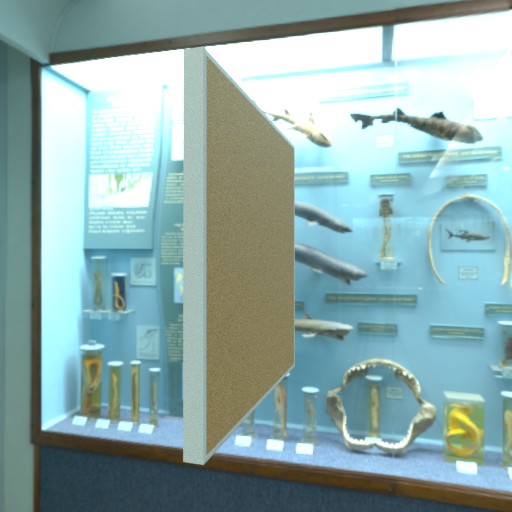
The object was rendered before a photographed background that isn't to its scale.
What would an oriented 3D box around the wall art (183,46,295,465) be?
[{"bbox_3d":[0.000,0.000,1.181,0.041,0.765,0.768,0,0,17],"label":"wall art"}]
